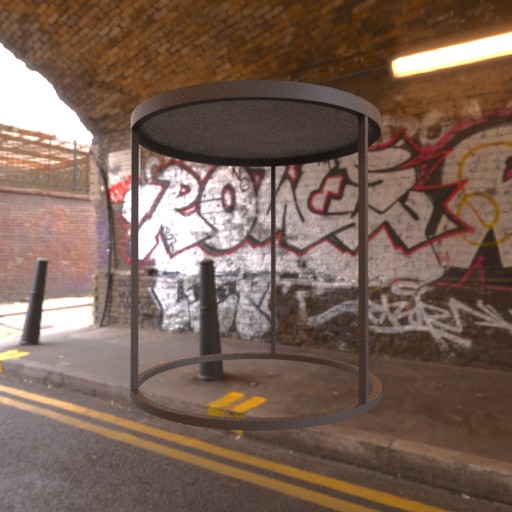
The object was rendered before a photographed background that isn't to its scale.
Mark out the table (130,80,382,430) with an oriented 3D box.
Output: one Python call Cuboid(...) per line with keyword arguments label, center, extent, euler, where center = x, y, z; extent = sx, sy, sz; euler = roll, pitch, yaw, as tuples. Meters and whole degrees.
Cuboid(label="table", center=(0.000, 0.000, 0.862), extent=(0.470, 0.498, 0.470), euler=(0, -1, 0))
